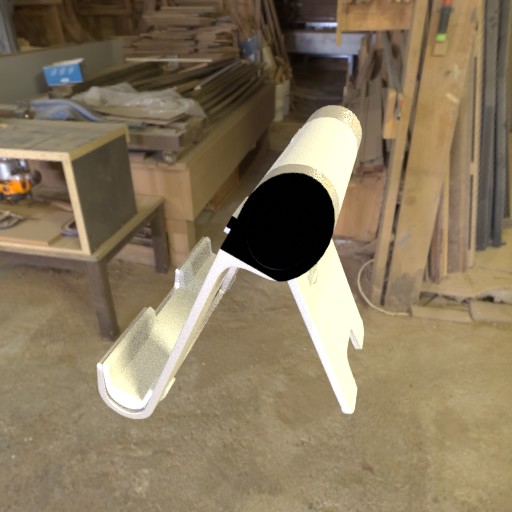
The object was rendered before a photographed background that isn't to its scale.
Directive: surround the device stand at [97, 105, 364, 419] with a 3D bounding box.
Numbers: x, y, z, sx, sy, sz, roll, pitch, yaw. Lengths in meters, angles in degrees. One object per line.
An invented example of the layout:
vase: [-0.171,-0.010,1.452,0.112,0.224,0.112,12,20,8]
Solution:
device stand: [0.000,0.000,0.150,0.079,0.084,0.086,8,32,14]
